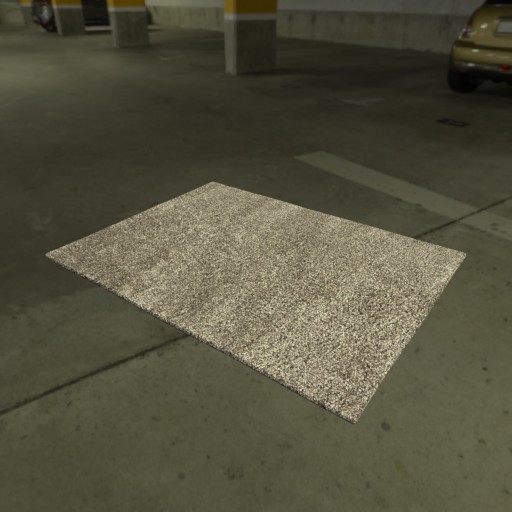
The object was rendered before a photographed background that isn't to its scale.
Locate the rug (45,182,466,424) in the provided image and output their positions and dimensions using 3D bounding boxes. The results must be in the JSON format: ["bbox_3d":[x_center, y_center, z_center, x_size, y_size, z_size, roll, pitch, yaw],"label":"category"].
[{"bbox_3d":[0.000,0.000,2.101,1.601,0.025,1.198,20,36,31],"label":"rug"}]
